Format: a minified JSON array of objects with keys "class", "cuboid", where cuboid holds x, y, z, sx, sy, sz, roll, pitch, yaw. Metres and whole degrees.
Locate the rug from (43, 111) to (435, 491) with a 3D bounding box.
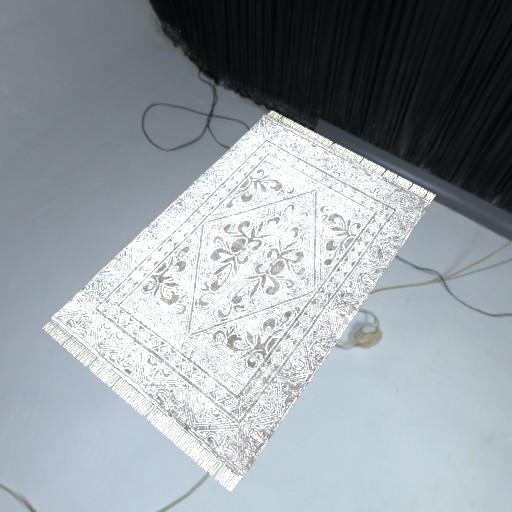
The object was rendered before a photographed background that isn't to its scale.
[{"class":"rug","cuboid":[0.000,0.000,3.029,1.529,0.010,2.440,33,65,18]}]
